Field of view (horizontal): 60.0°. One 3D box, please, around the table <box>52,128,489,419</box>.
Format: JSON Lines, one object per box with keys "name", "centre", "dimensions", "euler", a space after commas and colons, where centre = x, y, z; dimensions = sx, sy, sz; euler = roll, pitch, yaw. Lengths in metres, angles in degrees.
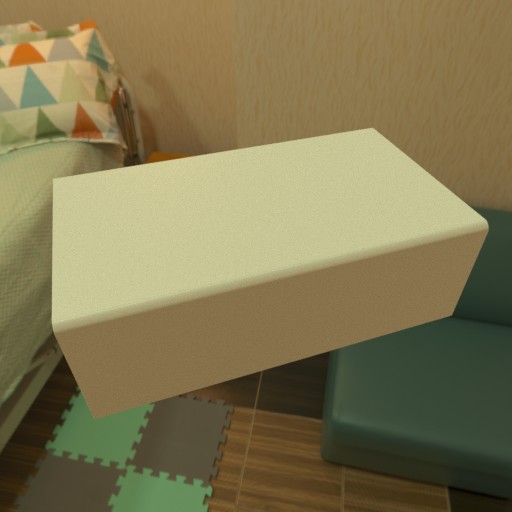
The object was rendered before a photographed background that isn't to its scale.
{"name": "table", "centre": [0.000, 0.000, 1.409], "dimensions": [1.097, 0.442, 0.639], "euler": [-13, 43, -14]}
